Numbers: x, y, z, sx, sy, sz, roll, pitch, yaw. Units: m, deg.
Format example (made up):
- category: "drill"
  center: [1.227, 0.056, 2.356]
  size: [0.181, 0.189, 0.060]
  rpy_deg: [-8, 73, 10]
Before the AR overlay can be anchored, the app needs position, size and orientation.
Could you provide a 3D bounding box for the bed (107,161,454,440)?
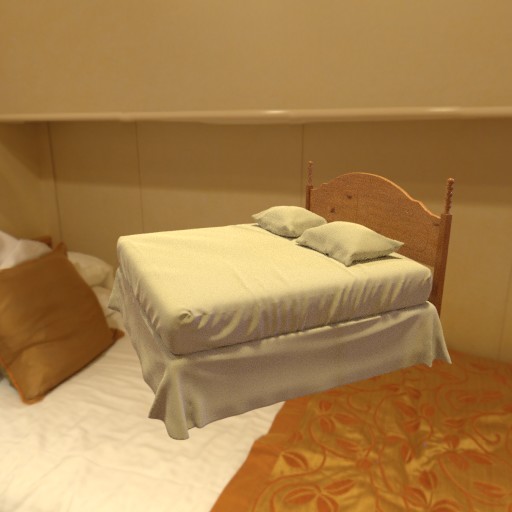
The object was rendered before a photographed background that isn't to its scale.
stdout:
- category: "bed"
  center: [0.000, 0.000, 3.655]
  size: [2.219, 1.355, 2.322]
  rpy_deg: [-7, 18, -24]
